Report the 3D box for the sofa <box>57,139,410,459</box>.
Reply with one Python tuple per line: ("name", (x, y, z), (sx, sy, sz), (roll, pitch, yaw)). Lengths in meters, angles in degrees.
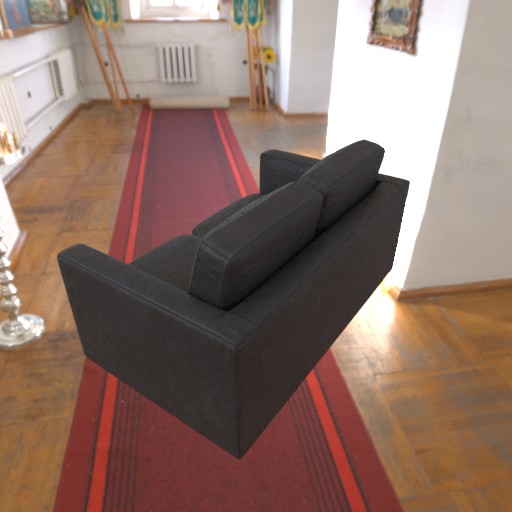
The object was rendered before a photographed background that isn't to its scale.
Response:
("sofa", (0.000, 0.000, 2.048), (0.879, 0.899, 1.430), (21, 38, 29))
